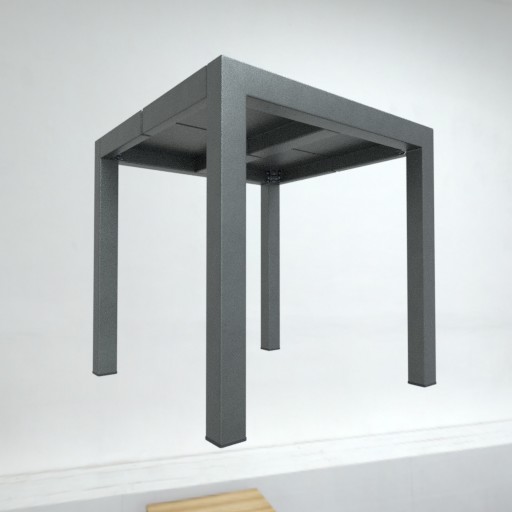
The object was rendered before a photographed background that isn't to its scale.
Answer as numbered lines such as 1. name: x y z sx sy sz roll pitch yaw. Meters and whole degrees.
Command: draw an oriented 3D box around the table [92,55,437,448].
1. table: 0.000 0.000 0.924 0.508 0.508 0.508 1 -2 -38
